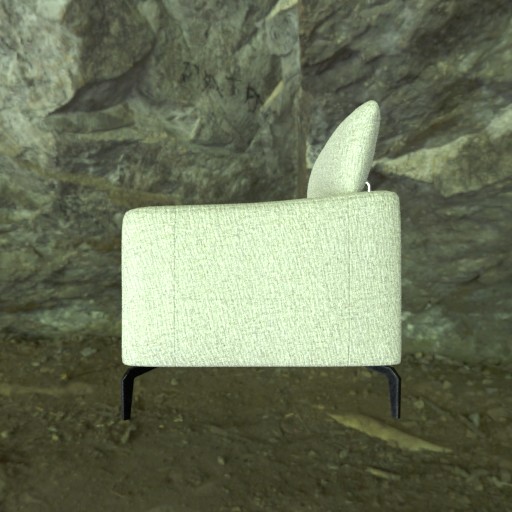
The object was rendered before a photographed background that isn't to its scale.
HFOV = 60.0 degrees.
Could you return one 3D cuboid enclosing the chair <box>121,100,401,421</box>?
[{"bbox_3d":[0.000,0.000,1.704,0.835,0.967,0.972,0,-2,-1],"label":"chair"}]
